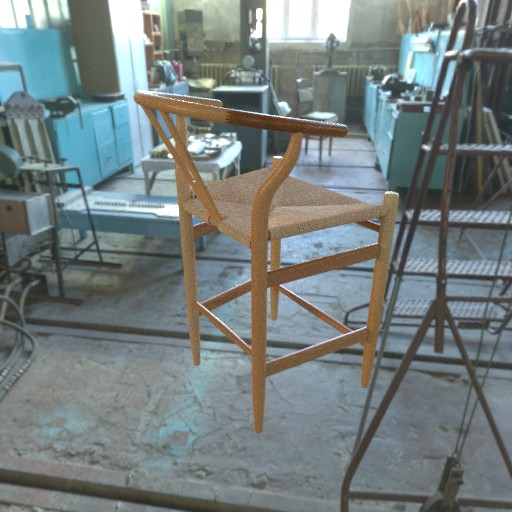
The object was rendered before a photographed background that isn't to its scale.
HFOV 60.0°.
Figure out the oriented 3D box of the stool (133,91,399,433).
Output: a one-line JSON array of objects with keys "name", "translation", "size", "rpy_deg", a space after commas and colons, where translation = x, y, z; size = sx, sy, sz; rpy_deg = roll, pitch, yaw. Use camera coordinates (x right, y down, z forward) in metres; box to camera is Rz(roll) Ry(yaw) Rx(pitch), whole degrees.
[{"name": "stool", "translation": [0.000, 0.000, 1.290], "size": [0.575, 0.923, 0.536], "rpy_deg": [-18, 31, -32]}]
